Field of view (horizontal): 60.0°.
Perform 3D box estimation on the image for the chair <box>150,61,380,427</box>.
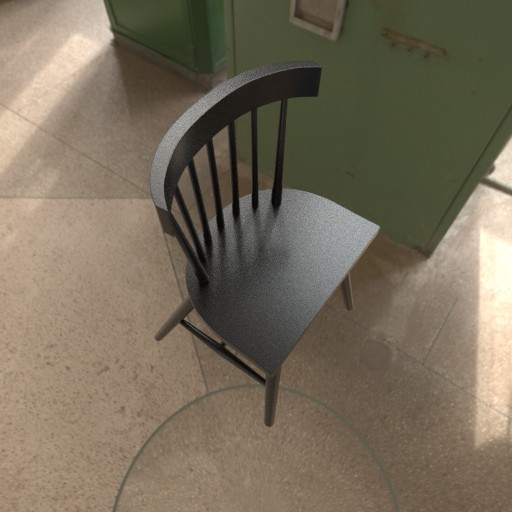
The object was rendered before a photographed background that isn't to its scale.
[{"bbox_3d":[0.000,0.000,1.150,0.483,0.844,0.506,32,63,18],"label":"chair"}]
